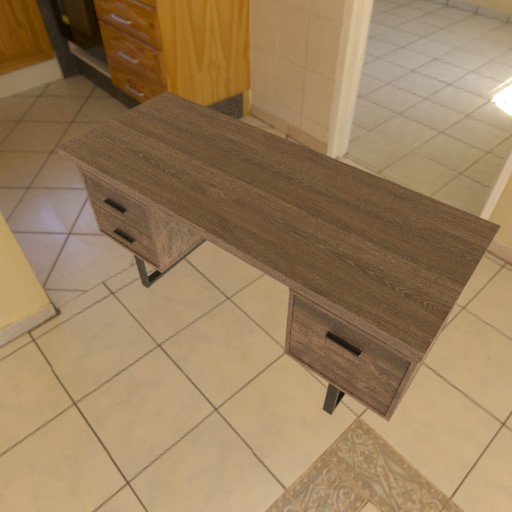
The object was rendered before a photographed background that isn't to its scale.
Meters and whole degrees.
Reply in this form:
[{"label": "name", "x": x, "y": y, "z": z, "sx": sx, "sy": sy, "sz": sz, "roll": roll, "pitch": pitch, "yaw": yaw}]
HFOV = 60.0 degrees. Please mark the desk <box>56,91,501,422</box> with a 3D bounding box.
[{"label": "desk", "x": 0.000, "y": 0.000, "z": 1.856, "sx": 1.524, "sy": 0.760, "sz": 0.600, "roll": 29, "pitch": 53, "yaw": 25}]
